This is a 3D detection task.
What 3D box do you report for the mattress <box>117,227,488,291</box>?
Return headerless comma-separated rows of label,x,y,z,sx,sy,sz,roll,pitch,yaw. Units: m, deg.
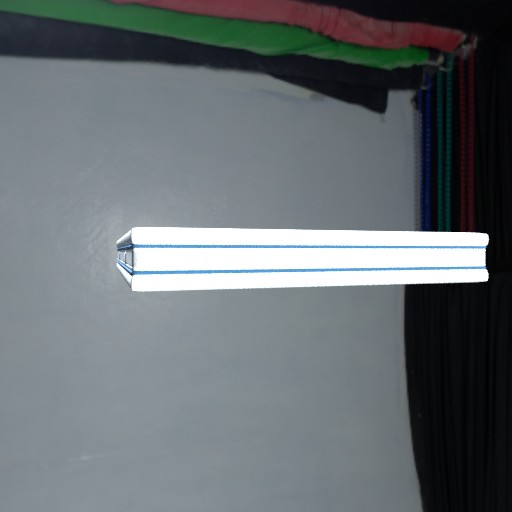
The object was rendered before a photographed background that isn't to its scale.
mattress,0.000,0.000,2.740,1.600,0.230,2.000,0,1,-19
